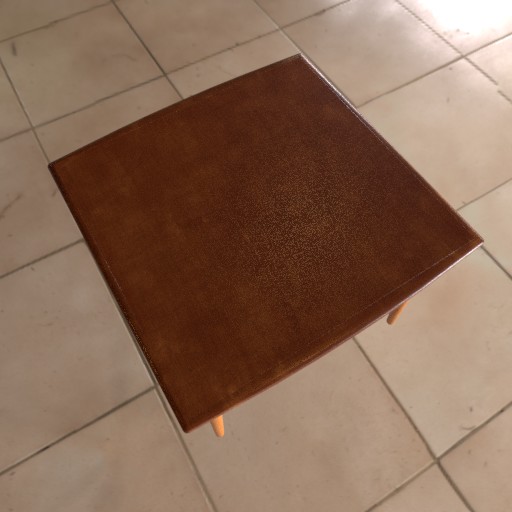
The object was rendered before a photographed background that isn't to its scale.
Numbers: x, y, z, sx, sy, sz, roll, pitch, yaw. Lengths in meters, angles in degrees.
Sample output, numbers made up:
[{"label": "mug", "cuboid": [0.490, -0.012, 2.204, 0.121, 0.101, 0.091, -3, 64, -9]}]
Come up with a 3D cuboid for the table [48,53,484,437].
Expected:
[{"label": "table", "cuboid": [0.000, 0.000, 1.683, 0.991, 0.754, 0.991, -29, 67, -14]}]
